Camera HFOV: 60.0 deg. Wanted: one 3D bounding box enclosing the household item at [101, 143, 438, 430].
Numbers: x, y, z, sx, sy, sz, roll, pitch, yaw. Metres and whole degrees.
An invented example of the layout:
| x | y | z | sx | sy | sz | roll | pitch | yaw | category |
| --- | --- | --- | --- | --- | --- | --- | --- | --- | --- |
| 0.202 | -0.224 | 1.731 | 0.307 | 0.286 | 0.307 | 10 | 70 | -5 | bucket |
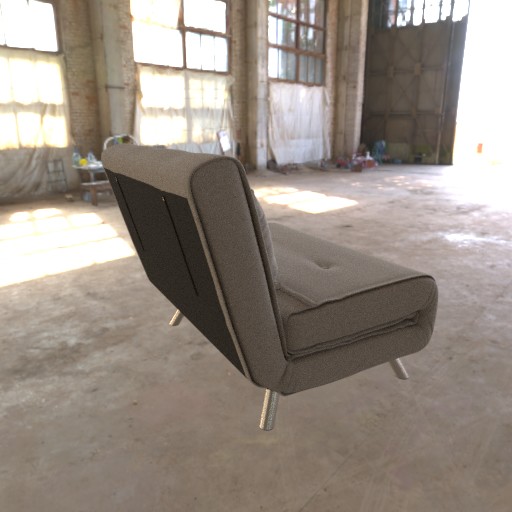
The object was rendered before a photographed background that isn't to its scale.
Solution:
| x | y | z | sx | sy | sz | roll | pitch | yaw | category |
| --- | --- | --- | --- | --- | --- | --- | --- | --- | --- |
| 0.000 | 0.000 | 1.652 | 0.874 | 0.800 | 1.000 | -9 | 18 | -28 | household item |
